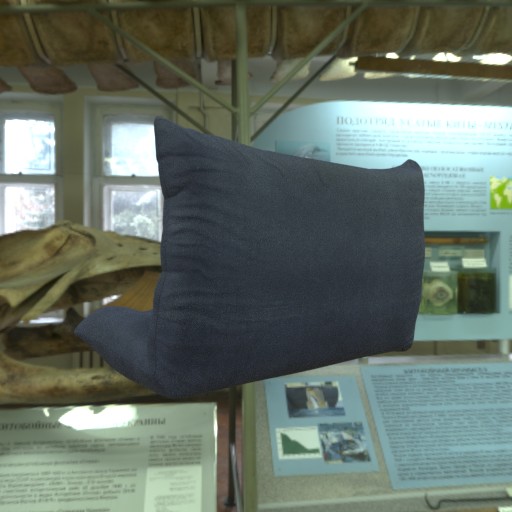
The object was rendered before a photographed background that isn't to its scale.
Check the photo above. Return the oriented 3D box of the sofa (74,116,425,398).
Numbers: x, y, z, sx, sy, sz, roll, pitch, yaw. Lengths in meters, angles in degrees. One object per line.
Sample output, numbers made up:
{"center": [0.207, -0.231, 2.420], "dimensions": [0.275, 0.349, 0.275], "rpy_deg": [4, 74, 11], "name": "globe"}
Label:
{"center": [0.000, 0.000, 1.699], "dimensions": [1.122, 0.778, 0.849], "rpy_deg": [0, 1, -37], "name": "sofa"}
